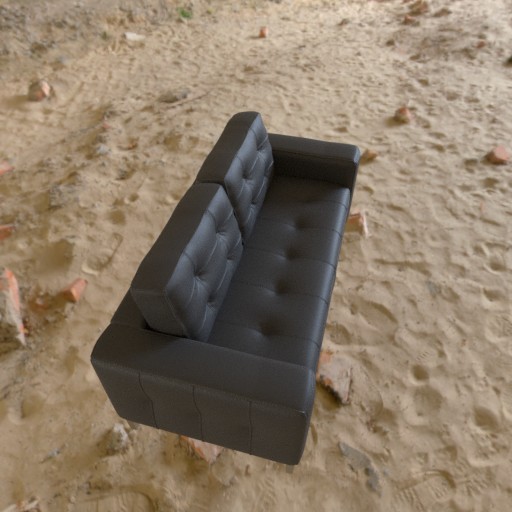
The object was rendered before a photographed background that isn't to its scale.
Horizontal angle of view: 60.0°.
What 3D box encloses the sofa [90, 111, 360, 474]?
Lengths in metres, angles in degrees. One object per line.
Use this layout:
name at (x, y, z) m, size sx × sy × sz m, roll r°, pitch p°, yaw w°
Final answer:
sofa at (0.000, 0.000, 2.234) m, size 0.833 × 0.893 × 1.726 m, roll 11°, pitch 47°, yaw 10°
